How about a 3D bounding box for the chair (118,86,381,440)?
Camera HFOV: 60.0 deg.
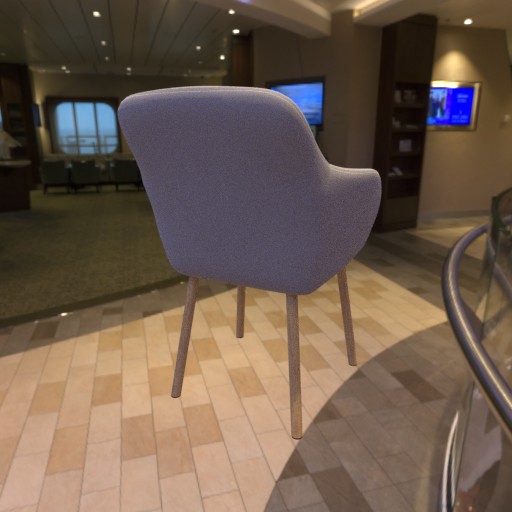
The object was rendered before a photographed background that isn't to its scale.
[{"bbox_3d":[0.000,0.000,1.216,0.570,0.830,0.590,8,18,27],"label":"chair"}]
